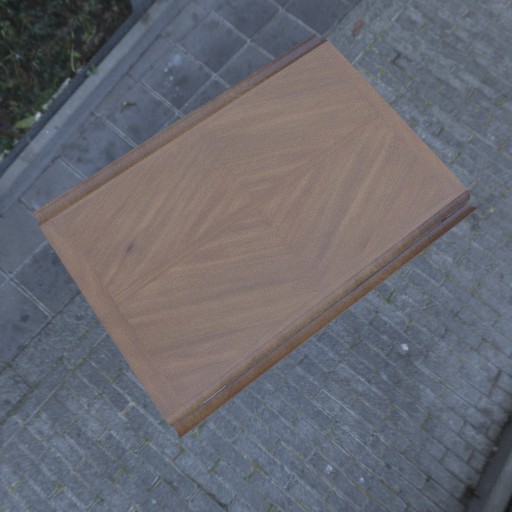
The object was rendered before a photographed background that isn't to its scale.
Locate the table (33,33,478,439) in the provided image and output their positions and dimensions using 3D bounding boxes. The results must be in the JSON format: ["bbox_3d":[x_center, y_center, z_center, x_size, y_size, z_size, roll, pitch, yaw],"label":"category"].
[{"bbox_3d":[0.000,0.000,1.638,0.967,0.981,0.701,-36,78,-9],"label":"table"}]
